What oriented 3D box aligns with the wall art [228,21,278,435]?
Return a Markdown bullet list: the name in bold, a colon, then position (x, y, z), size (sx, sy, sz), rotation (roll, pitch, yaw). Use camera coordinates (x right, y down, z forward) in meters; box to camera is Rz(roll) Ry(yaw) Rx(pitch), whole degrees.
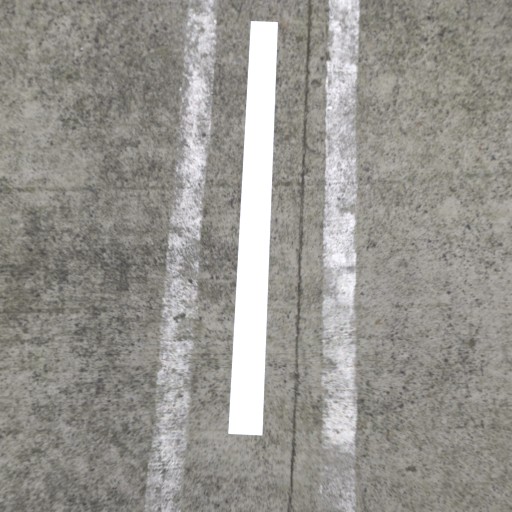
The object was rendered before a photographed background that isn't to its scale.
- **wall art**: position (0.000, 0.000, 0.766), size (0.035, 0.507, 0.508), rotation (2, 76, 1)
